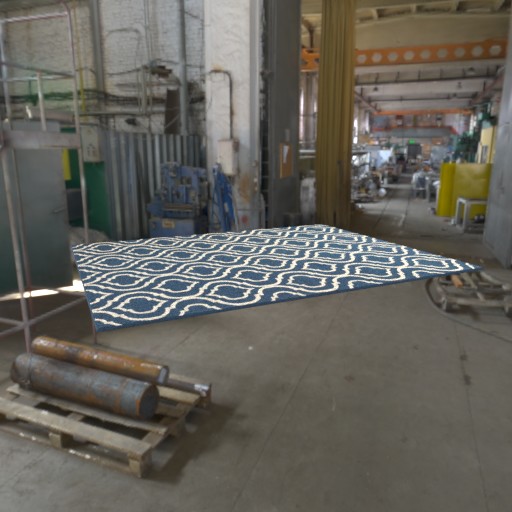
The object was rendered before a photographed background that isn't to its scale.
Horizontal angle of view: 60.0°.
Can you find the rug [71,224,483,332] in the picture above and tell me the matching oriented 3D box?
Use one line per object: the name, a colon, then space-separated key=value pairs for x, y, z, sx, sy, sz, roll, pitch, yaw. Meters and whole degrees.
rug: x=0.000 y=0.000 z=3.875 sx=2.881 sy=0.020 sz=2.270 roll=-6 pitch=15 yaw=-24
